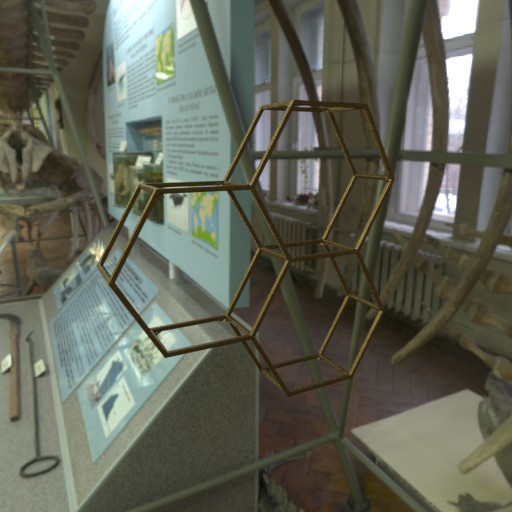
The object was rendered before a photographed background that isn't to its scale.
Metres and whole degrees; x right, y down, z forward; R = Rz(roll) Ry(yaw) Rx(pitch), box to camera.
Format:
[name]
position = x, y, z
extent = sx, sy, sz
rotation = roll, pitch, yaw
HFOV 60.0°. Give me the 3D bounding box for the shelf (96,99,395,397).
[shelf]
position = 0.000, 0.000, 1.061
extent = 0.708, 0.701, 0.150
rotation = -7, 15, -27
